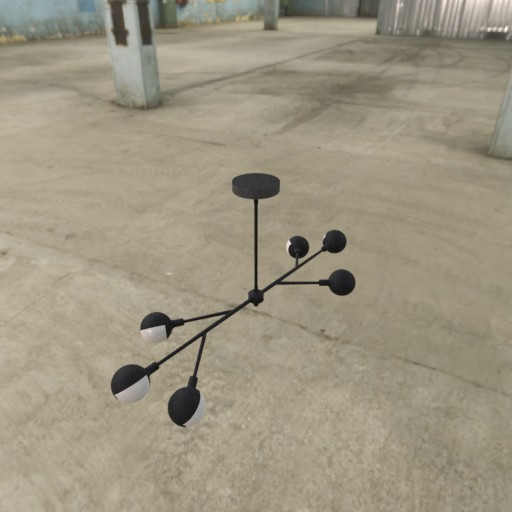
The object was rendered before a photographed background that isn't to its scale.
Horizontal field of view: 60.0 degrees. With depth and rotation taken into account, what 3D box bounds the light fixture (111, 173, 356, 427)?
[{"bbox_3d":[0.000,0.000,1.018,0.778,0.362,0.434,-19,35,-30],"label":"light fixture"}]
